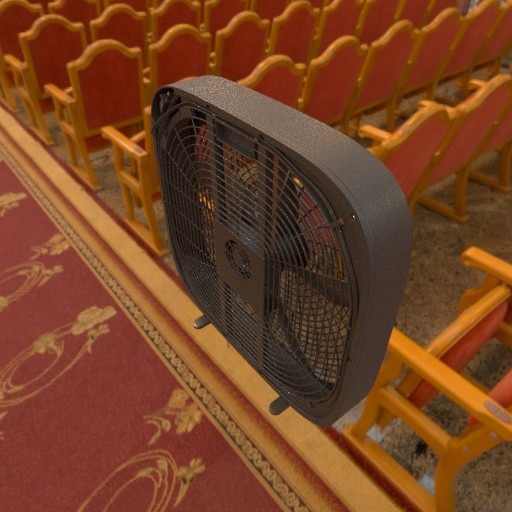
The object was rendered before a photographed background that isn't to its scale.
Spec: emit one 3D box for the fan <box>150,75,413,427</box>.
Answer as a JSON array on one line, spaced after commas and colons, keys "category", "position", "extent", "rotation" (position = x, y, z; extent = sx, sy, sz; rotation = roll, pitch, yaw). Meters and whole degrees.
[{"category": "fan", "position": [0.000, 0.000, 0.779], "extent": [0.142, 0.533, 0.526], "rotation": [-27, 48, -28]}]
